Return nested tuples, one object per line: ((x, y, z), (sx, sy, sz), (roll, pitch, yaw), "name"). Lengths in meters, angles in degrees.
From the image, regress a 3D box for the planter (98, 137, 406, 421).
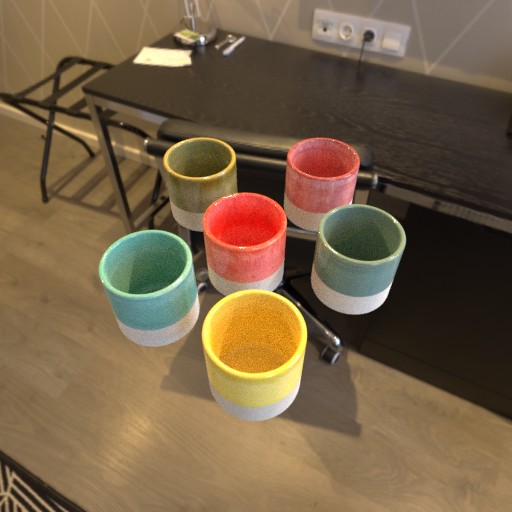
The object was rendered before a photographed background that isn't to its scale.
((0.000, 0.000, 0.414), (0.257, 0.075, 0.286), (-2, 47, -1), "planter")
